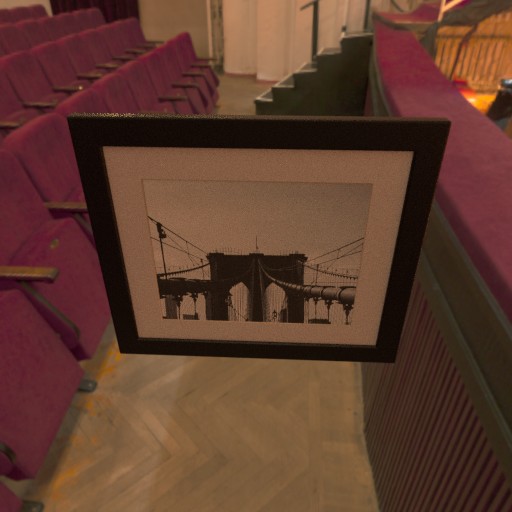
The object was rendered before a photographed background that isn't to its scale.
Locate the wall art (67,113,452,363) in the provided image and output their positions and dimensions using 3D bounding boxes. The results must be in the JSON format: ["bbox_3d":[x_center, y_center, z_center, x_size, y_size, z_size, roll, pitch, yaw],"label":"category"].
[{"bbox_3d":[0.000,0.000,0.726,0.521,0.450,0.018,1,32,2],"label":"wall art"}]
